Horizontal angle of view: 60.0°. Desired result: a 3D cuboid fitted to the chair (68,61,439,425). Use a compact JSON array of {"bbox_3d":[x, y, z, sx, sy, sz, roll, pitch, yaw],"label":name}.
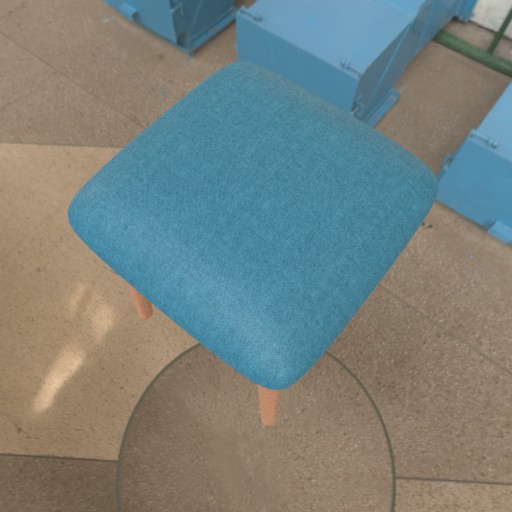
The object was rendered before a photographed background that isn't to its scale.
[{"bbox_3d":[0.000,0.000,0.705,0.360,0.450,0.360,36,70,16],"label":"chair"}]
